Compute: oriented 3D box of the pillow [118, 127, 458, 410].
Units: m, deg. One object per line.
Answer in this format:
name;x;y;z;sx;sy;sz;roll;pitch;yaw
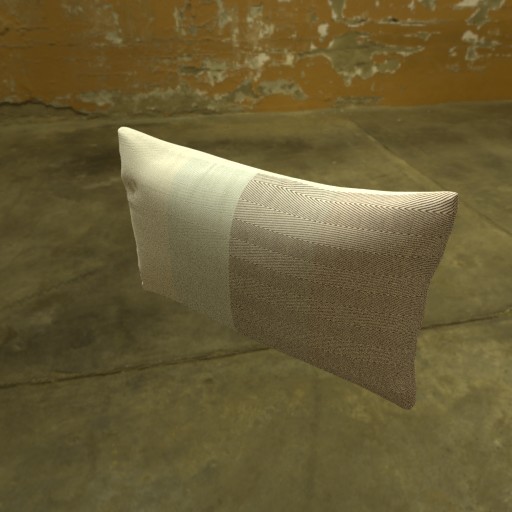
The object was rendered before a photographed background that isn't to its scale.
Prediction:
pillow;0.000;0.000;0.633;0.506;0.305;0.139;19;36;29
